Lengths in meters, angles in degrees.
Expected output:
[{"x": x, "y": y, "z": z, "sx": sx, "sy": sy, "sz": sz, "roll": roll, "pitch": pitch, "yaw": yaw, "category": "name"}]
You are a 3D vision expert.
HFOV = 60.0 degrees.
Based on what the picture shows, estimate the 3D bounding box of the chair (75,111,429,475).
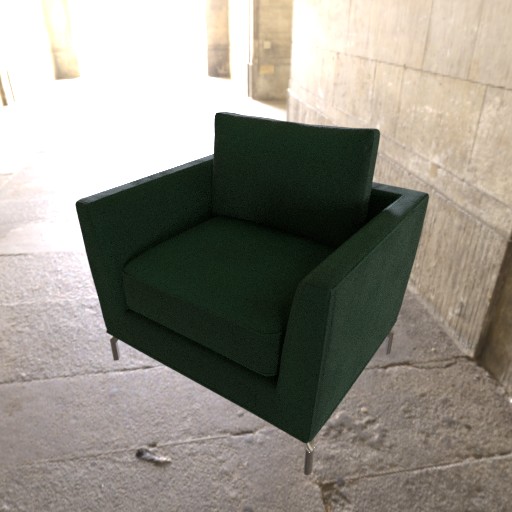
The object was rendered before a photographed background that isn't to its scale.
[{"x": 0.000, "y": 0.000, "z": 1.767, "sx": 1.047, "sy": 0.997, "sz": 0.852, "roll": 18, "pitch": 33, "yaw": 31, "category": "chair"}]
